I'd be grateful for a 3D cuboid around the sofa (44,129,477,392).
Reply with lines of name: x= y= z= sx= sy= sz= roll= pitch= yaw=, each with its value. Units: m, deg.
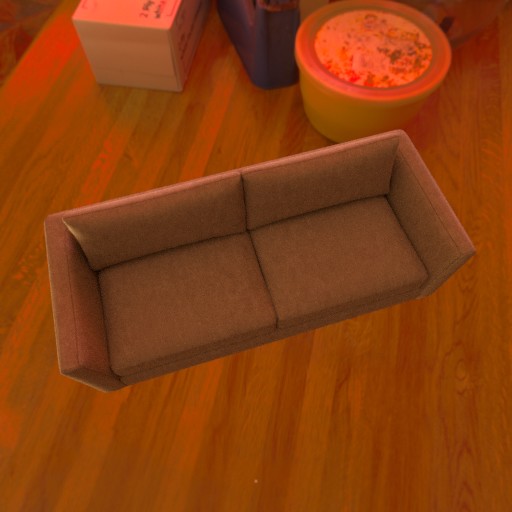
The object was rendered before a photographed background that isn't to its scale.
sofa: x=0.000 y=0.000 z=2.538 sx=2.121 sy=0.864 sz=0.889 roll=-15 pitch=64 yaw=-8
